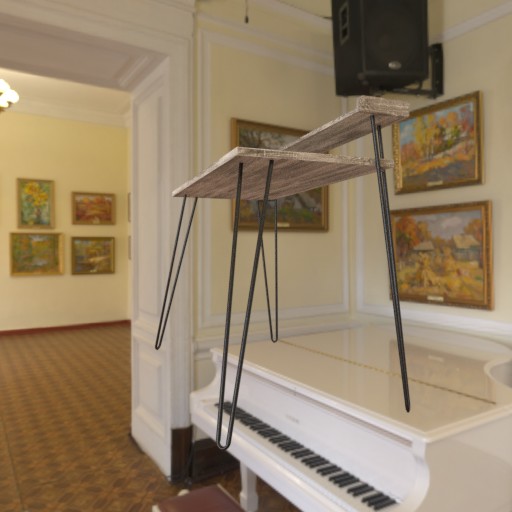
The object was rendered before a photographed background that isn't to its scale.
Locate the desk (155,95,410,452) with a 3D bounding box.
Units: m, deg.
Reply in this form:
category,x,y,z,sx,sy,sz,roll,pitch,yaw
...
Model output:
category,x,y,z,sx,sy,sz,roll,pitch,yaw
desk,0.000,0.000,1.659,0.605,0.899,1.135,0,1,-20
